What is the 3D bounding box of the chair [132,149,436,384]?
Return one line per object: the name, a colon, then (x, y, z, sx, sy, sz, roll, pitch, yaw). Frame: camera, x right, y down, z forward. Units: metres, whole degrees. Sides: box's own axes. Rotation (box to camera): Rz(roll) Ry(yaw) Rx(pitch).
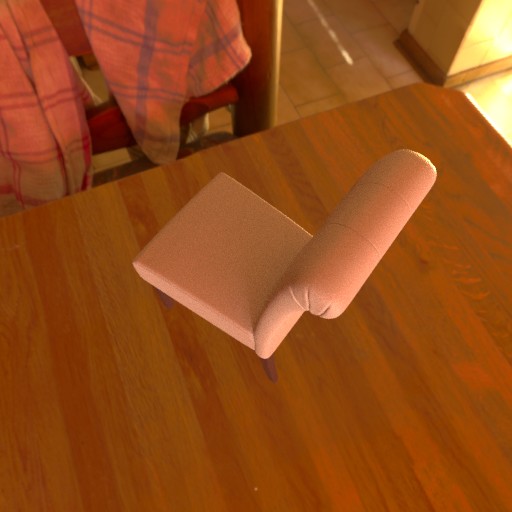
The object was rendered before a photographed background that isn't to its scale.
chair: (0.000, 0.000, 1.353, 0.671, 1.006, 0.456, 34, 67, 16)
